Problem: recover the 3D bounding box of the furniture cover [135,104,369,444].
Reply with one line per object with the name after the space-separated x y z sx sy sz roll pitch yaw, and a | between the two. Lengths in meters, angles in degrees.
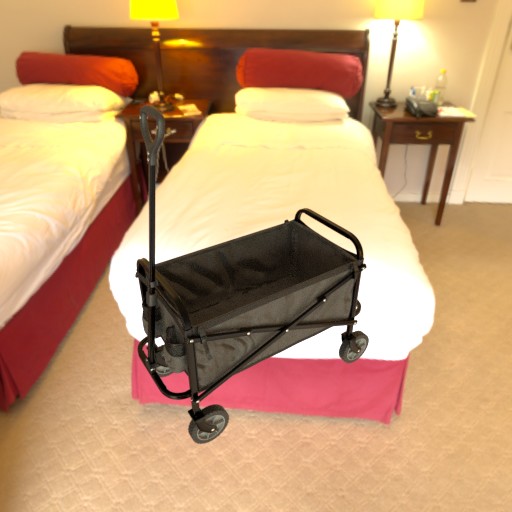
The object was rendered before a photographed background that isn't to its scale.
0.000 0.000 1.825 1.038 1.295 0.532 -19 37 -28 | furniture cover
